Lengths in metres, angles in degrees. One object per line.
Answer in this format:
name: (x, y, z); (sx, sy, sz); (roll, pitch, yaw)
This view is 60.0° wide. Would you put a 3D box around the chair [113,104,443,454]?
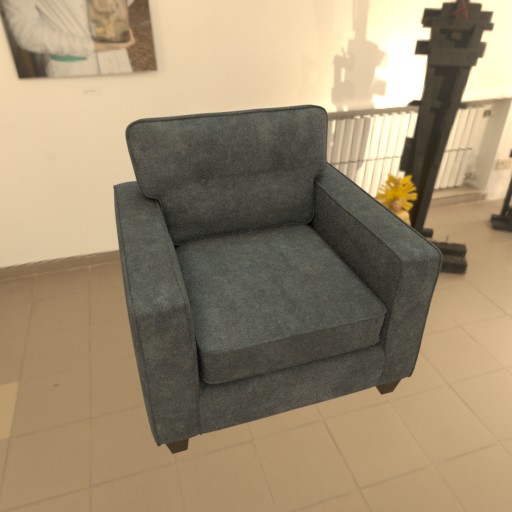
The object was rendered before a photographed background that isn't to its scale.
chair: (0.000, 0.000, 1.743); (1.015, 0.965, 0.939); (-10, 34, -15)
